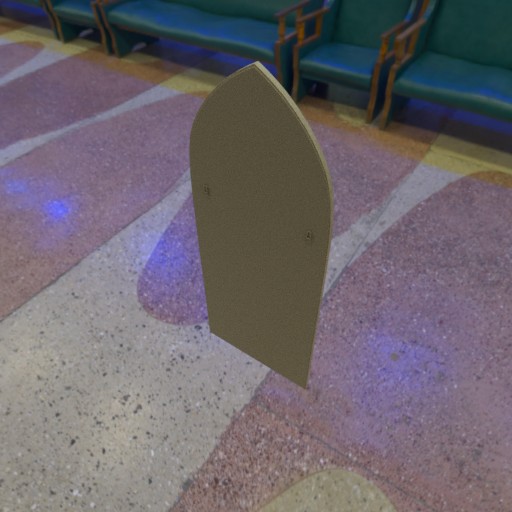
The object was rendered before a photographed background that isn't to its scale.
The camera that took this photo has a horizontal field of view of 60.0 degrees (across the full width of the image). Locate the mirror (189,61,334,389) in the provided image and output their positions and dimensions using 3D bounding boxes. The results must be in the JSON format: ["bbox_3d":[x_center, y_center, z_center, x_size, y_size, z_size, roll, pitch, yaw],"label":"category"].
[{"bbox_3d":[0.000,0.000,1.360,0.464,1.175,0.025,26,51,23],"label":"mirror"}]
